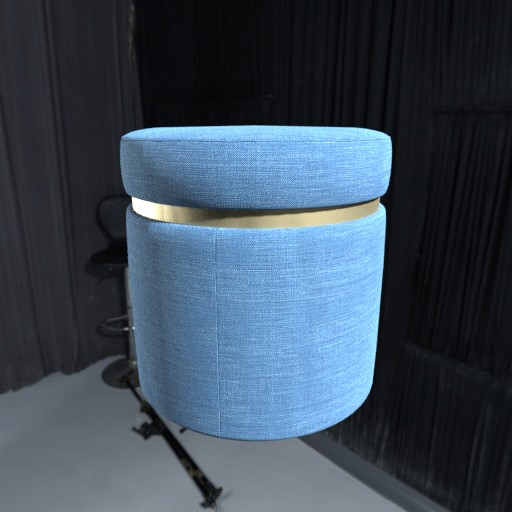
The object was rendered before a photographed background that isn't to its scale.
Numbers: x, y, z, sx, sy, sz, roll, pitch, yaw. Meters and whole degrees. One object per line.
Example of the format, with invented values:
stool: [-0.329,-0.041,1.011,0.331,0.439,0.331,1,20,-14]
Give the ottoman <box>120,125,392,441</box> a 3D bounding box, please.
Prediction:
ottoman: [0.000,0.000,0.719,0.398,0.406,0.398,0,16,0]
